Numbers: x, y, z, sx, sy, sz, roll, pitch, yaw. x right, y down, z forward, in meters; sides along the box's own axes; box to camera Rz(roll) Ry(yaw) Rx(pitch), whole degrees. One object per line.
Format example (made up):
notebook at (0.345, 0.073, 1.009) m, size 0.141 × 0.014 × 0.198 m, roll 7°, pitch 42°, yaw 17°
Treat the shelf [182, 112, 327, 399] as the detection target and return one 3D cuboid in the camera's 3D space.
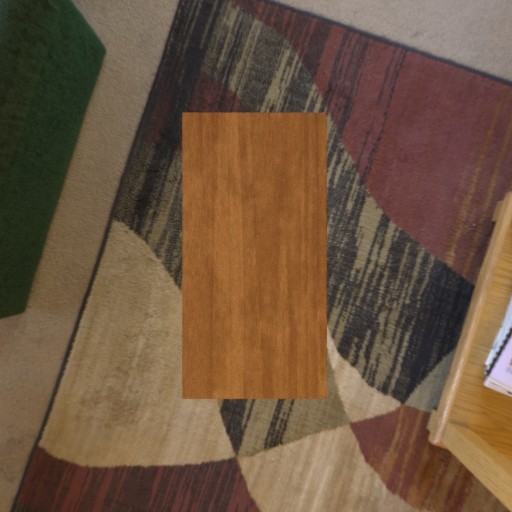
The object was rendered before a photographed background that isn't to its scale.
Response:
shelf at (0.000, 0.000, 2.302) m, size 0.453 × 1.930 × 0.864 m, roll 0°, pitch 90°, yaw 0°
